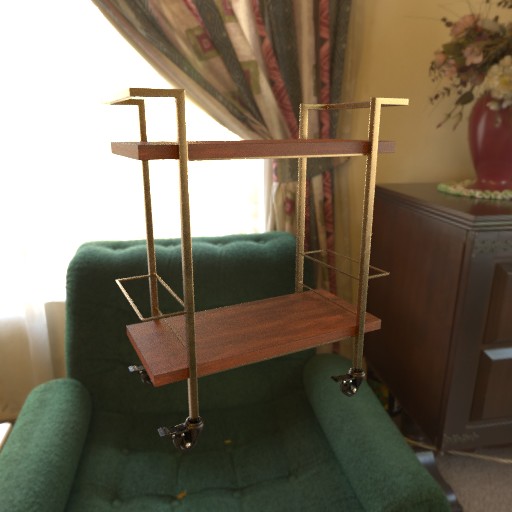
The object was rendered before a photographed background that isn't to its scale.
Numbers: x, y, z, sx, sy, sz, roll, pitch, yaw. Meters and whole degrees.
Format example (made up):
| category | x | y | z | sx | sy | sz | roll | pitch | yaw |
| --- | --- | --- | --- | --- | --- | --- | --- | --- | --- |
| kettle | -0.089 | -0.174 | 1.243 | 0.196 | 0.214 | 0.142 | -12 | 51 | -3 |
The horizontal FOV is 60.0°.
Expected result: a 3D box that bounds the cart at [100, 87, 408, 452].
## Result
| category | x | y | z | sx | sy | sz | roll | pitch | yaw |
| --- | --- | --- | --- | --- | --- | --- | --- | --- | --- |
| cart | 0.000 | 0.000 | 1.200 | 0.695 | 0.807 | 0.364 | -8 | 18 | -26 |
